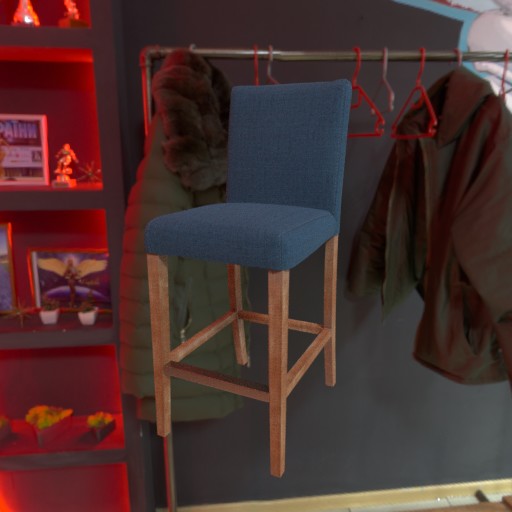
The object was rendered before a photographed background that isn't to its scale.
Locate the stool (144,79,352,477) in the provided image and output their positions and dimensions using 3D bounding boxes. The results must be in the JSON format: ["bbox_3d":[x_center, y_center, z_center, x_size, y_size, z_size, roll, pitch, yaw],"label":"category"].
[{"bbox_3d":[0.000,0.000,1.409,0.454,1.088,0.574,7,16,25],"label":"stool"}]
